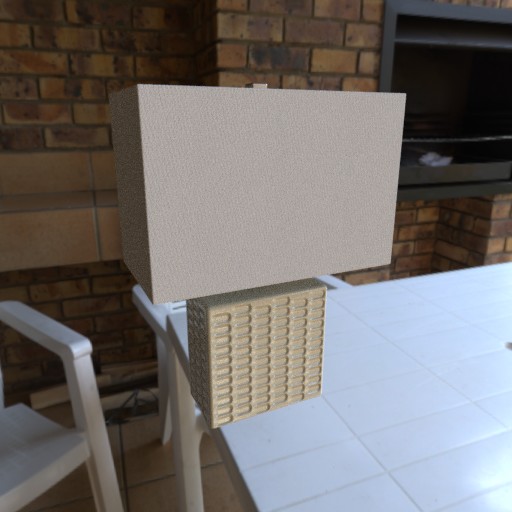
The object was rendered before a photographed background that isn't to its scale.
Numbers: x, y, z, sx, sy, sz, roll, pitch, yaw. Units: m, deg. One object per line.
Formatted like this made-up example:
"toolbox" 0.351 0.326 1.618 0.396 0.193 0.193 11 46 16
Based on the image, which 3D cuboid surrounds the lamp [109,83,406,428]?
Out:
"lamp" 0.000 0.000 0.709 0.380 0.515 0.200 -8 19 -25
